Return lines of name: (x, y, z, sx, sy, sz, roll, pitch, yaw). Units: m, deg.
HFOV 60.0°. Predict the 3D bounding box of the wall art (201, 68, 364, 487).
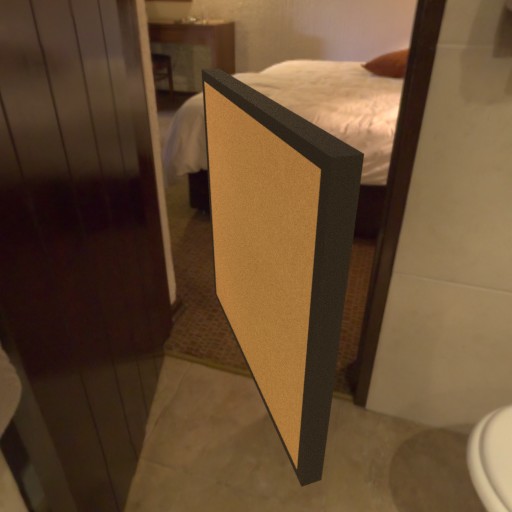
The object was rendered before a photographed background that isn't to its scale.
wall art: (0.000, 0.000, 0.738, 0.033, 0.507, 0.508, -10, 33, -16)
